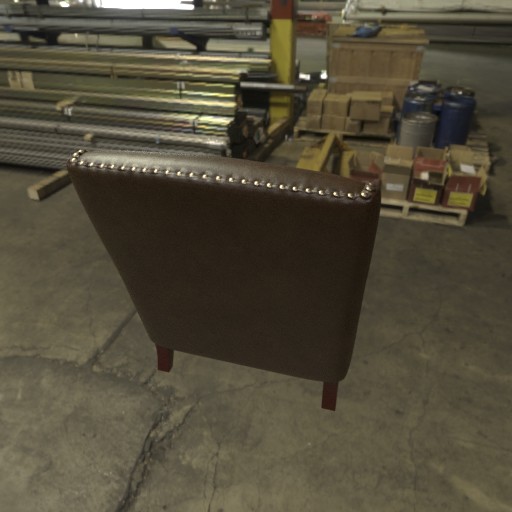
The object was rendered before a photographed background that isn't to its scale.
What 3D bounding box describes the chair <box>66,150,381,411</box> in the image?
[{"bbox_3d":[0.000,0.000,1.304,0.639,0.813,0.704,9,35,13],"label":"chair"}]
